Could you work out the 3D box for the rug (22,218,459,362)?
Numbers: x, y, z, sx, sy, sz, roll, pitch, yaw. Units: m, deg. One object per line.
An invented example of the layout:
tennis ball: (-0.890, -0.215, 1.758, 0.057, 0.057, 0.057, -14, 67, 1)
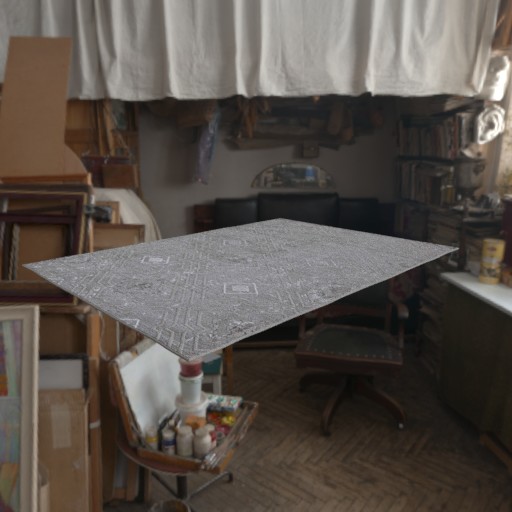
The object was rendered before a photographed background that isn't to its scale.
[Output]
rug: (0.000, 0.000, 4.169, 3.359, 0.020, 2.448, -14, 20, -43)
